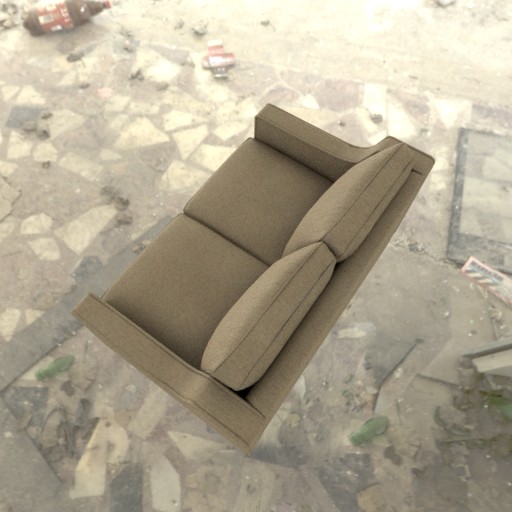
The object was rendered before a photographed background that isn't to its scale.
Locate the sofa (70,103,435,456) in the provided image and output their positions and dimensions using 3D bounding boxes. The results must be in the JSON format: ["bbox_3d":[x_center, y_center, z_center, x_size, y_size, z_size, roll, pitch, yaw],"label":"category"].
[{"bbox_3d":[0.000,0.000,2.192,0.985,0.981,1.503,32,68,15],"label":"sofa"}]
